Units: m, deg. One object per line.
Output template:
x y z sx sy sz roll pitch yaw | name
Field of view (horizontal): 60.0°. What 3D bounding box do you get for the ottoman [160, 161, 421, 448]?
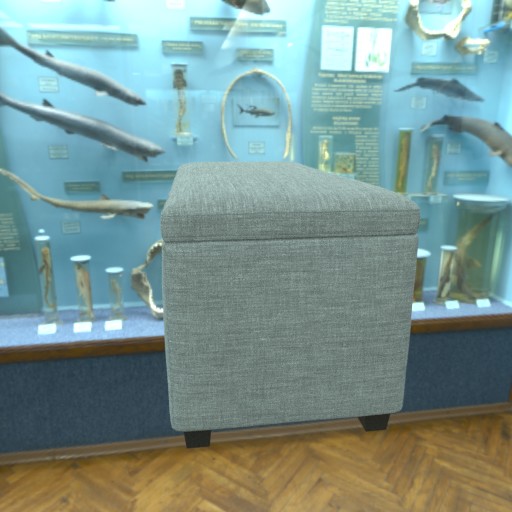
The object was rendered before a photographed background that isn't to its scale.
0.000 0.000 1.117 0.419 0.432 0.902 -2 16 -8 | ottoman
